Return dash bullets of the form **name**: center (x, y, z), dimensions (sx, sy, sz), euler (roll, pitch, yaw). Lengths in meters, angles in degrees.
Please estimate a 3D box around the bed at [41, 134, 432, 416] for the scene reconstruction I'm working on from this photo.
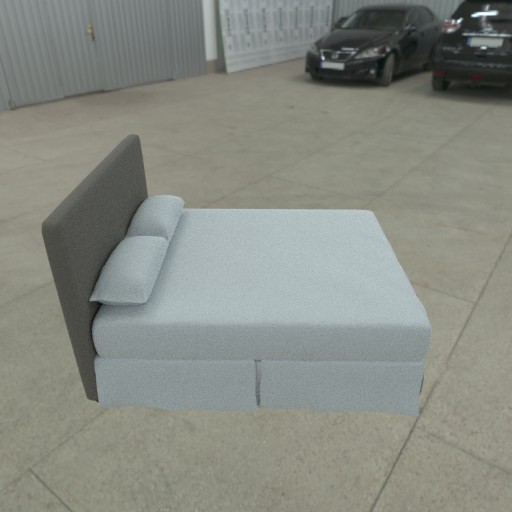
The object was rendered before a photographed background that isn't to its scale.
- **bed**: center (0.000, 0.000, 3.200), dimensions (2.142, 1.330, 1.748), euler (0, 30, 1)
